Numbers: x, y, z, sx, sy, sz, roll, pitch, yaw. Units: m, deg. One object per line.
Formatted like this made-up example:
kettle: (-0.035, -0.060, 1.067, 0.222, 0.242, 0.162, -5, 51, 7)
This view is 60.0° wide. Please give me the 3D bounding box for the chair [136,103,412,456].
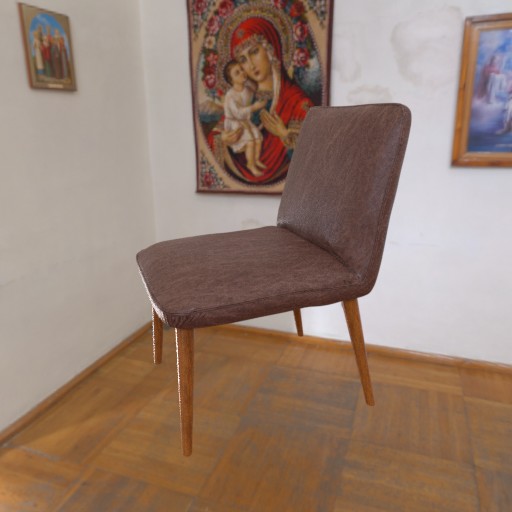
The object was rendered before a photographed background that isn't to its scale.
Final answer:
chair: (0.000, 0.000, 1.234, 0.645, 0.803, 0.543, -8, 19, -24)
